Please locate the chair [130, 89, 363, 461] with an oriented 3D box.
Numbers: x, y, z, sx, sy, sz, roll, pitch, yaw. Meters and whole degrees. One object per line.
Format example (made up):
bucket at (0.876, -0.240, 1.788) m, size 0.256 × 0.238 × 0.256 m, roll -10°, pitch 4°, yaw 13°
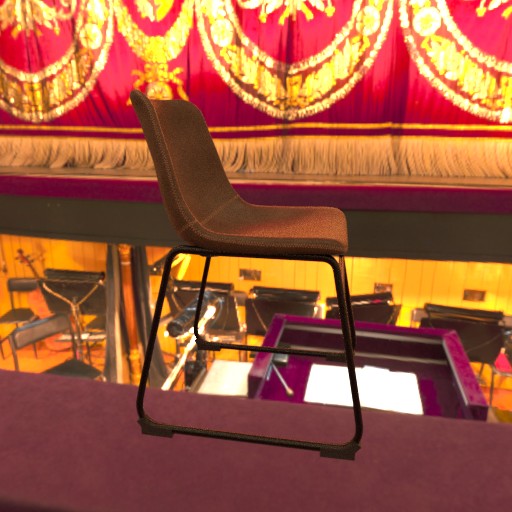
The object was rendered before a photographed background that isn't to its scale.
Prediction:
chair at (0.000, 0.000, 1.129) m, size 0.551 × 0.780 × 0.460 m, roll 3°, pitch 16°, yaw 10°
